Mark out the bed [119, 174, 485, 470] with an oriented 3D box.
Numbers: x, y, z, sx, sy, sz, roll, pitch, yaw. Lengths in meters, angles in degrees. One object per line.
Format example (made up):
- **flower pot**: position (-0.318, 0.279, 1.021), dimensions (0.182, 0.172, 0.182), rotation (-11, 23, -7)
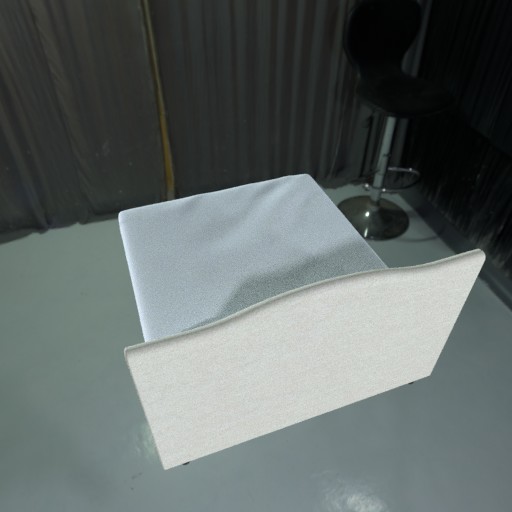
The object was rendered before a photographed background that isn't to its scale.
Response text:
- **bed**: position (0.000, 0.000, 3.474), dimensions (2.083, 1.421, 2.182), rotation (-14, 44, -15)
